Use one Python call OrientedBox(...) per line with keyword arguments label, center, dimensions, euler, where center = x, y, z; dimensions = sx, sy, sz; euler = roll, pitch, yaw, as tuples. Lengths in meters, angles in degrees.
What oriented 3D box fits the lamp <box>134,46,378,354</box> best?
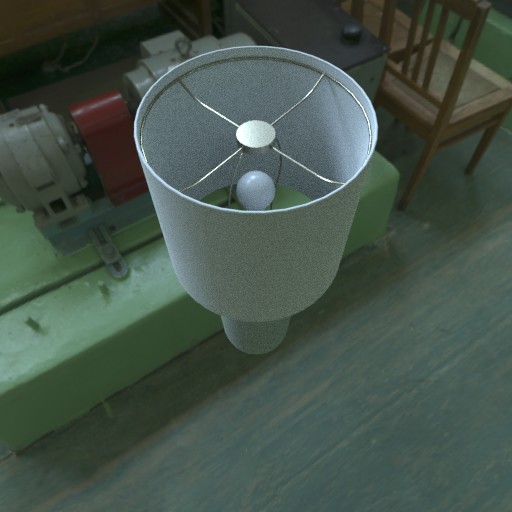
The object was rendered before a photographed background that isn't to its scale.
OrientedBox(label="lamp", center=(0.000, 0.000, 0.605), dimensions=(0.220, 0.475, 0.220), euler=(-30, 63, -18))
